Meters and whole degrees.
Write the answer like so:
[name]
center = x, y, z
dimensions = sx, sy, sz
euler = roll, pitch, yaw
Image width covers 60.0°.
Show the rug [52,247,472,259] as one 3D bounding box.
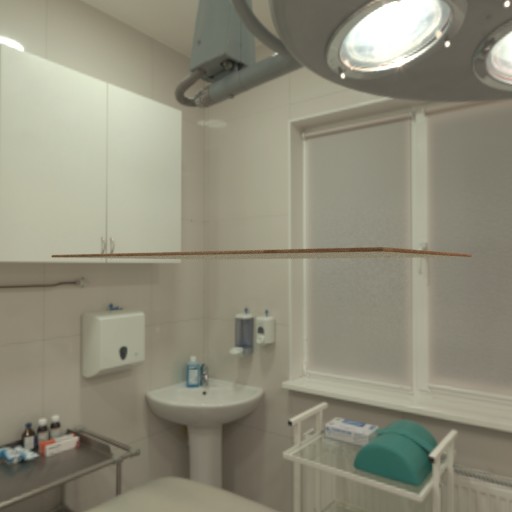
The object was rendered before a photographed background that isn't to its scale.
[rug]
center = 0.000, 0.000, 2.315
dimensions = 1.829, 0.014, 1.219
euler = -1, -1, 37
